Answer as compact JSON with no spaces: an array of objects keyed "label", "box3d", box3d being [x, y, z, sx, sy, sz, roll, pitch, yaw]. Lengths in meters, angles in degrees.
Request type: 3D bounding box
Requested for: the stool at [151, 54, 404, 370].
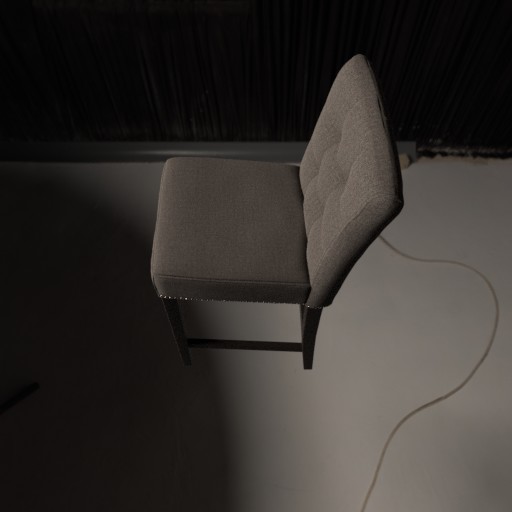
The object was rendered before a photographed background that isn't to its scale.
[{"label":"stool","box3d":[0.000,0.000,1.305,0.548,1.047,0.411,-1,59,0]}]
